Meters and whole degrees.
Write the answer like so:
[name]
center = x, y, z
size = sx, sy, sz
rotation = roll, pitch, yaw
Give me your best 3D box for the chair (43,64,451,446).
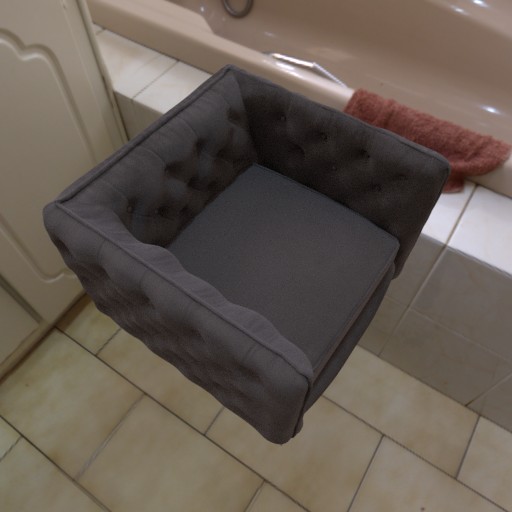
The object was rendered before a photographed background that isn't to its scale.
[chair]
center = 0.000, 0.000, 1.622
size = 0.913, 0.807, 0.946
rotation = 31, 62, 19
